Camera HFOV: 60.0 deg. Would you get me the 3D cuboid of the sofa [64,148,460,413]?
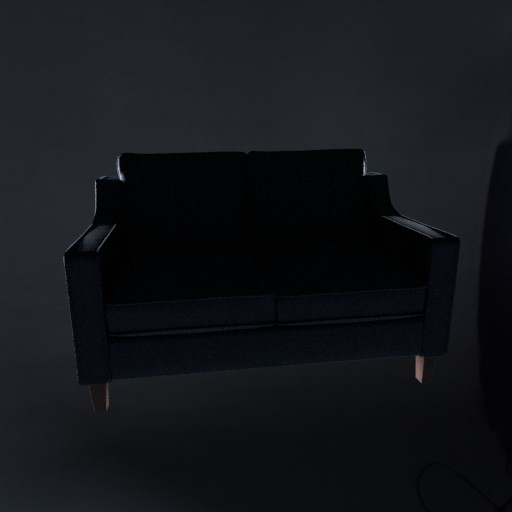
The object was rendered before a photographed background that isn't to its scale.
[{"bbox_3d":[0.000,0.000,2.124,1.501,0.971,0.987,-2,16,-9],"label":"sofa"}]
